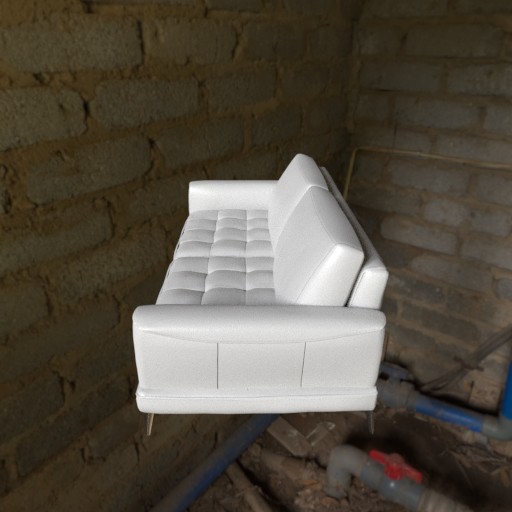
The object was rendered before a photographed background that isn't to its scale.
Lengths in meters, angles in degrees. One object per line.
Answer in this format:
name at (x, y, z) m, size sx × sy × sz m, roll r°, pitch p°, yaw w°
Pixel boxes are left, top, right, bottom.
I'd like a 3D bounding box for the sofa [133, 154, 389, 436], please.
sofa at (0.000, 0.000, 2.803) m, size 1.121 × 0.930 × 2.177 m, roll 0°, pitch 25°, yaw -1°
